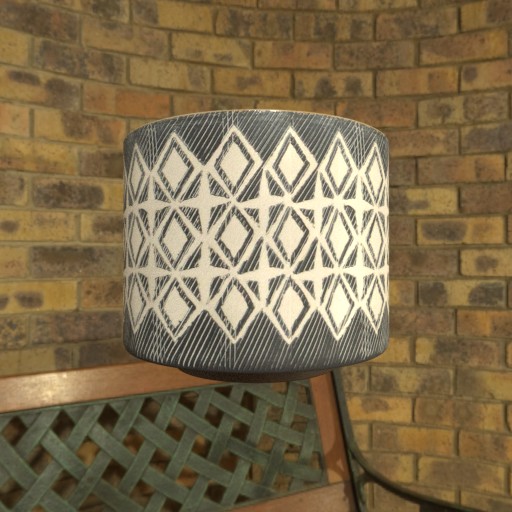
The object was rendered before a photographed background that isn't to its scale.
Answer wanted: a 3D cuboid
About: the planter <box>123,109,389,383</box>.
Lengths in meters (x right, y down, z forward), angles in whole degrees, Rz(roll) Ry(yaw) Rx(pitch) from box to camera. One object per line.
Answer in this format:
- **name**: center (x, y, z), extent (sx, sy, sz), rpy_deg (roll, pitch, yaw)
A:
- **planter**: center (0.000, 0.000, 0.220), extent (0.126, 0.104, 0.126), rpy_deg (0, 0, 0)
